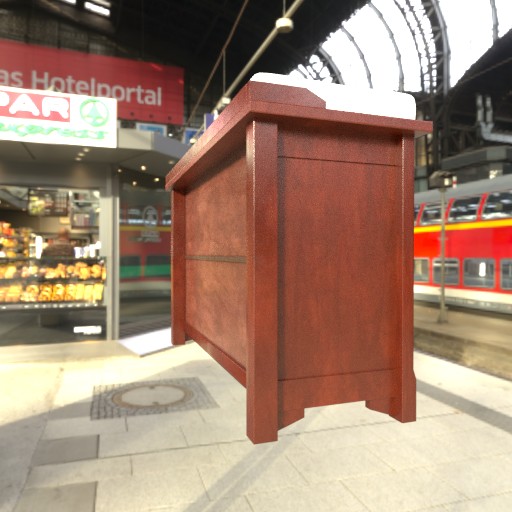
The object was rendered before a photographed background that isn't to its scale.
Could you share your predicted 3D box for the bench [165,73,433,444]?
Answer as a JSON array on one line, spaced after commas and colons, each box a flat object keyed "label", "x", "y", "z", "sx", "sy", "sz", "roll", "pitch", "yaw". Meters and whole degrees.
[{"label": "bench", "x": 0.000, "y": 0.000, "z": 1.254, "sx": 0.369, "sy": 0.646, "sz": 0.987, "roll": 0, "pitch": 0, "yaw": -19}]
